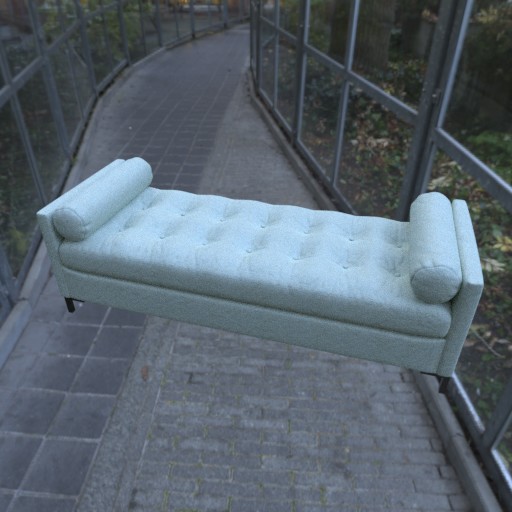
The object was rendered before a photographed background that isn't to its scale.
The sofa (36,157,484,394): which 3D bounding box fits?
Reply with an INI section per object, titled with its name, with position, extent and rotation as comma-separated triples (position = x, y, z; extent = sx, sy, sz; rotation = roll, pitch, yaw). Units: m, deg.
[sofa]
position = 0.000, 0.000, 2.426
extent = 2.102, 0.705, 0.796
rotation = 9, 35, 14
